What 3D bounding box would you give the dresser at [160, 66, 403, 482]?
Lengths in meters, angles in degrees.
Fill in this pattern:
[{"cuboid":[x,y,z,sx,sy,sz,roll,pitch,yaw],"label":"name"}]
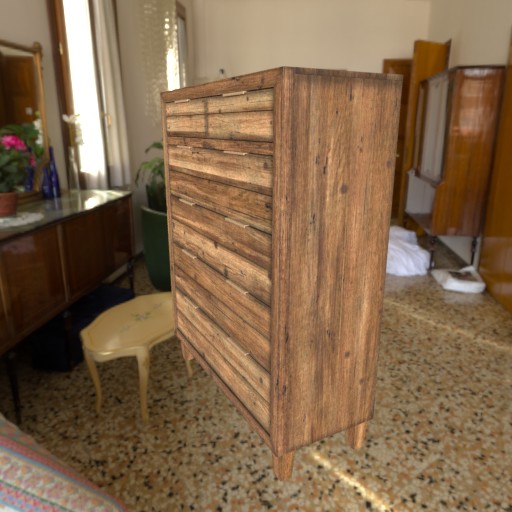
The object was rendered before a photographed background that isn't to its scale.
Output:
[{"cuboid":[0.000,0.000,1.886,0.438,1.359,1.067,-9,18,-27],"label":"dresser"}]
